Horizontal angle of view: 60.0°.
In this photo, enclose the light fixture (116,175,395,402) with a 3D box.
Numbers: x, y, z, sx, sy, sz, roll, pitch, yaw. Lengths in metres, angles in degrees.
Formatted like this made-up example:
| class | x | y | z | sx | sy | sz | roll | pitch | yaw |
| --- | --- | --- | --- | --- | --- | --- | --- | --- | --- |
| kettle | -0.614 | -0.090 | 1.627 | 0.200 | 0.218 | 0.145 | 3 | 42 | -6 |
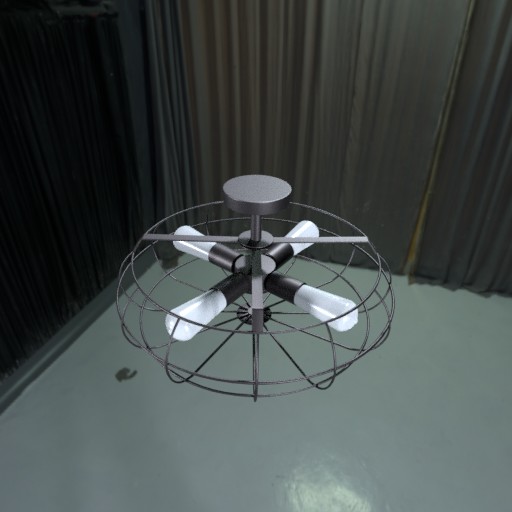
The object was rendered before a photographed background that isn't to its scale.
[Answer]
| class | x | y | z | sx | sy | sz | roll | pitch | yaw |
| --- | --- | --- | --- | --- | --- | --- | --- | --- | --- |
| light fixture | 0.000 | 0.000 | 0.927 | 0.582 | 0.311 | 0.582 | 0 | 32 | 0 |
